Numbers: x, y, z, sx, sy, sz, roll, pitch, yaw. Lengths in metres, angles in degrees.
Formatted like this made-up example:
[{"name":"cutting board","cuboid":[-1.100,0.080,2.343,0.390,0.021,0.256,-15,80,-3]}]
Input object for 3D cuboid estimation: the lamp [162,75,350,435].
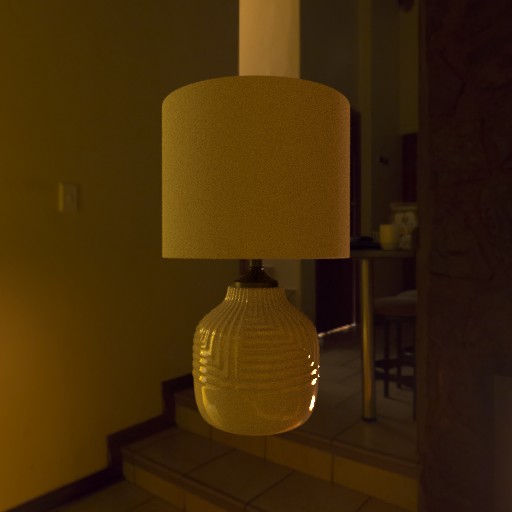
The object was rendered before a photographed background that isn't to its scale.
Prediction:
[{"name":"lamp","cuboid":[0.000,0.000,0.768,0.318,0.567,0.318,0,1,0]}]
